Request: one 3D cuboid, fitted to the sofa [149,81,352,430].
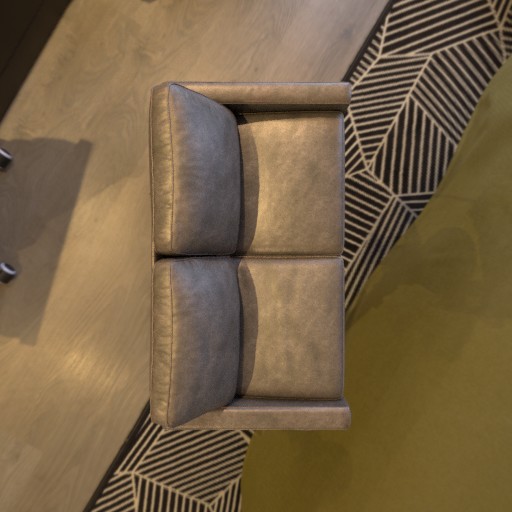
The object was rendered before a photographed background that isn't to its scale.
[{"bbox_3d":[0.000,0.000,2.283,0.939,0.916,1.732,0,91,0],"label":"sofa"}]
